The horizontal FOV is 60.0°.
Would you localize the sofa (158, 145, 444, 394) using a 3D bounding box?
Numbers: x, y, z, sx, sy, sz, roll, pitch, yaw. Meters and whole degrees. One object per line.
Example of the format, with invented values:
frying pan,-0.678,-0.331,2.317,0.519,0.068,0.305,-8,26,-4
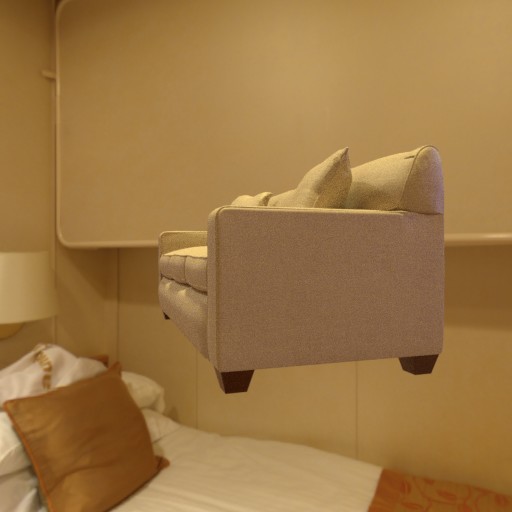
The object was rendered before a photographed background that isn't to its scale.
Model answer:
sofa,0.000,0.000,2.593,0.997,0.958,2.024,0,0,-18
